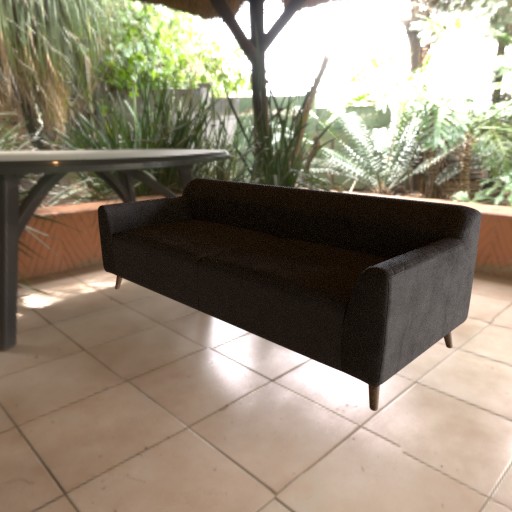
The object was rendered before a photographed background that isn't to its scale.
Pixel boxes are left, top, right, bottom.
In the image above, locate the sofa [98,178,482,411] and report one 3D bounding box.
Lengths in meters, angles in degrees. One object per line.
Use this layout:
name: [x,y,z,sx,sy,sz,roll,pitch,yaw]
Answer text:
sofa: [0.000,0.000,2.648,2.190,0.740,0.900,15,21,43]
